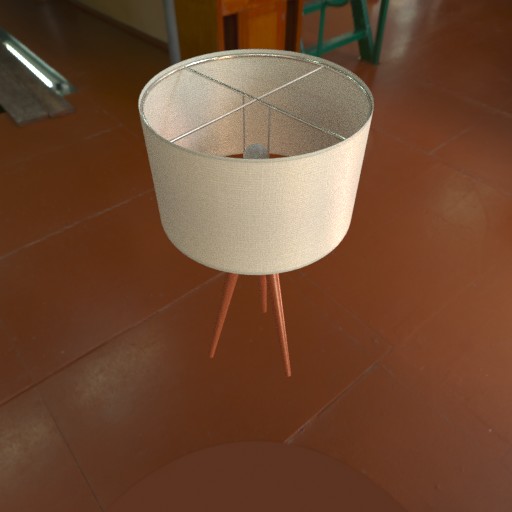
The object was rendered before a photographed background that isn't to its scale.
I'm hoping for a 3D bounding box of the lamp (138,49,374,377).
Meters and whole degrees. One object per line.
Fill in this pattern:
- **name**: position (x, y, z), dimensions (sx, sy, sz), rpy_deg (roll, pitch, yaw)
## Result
- **lamp**: position (0.000, 0.000, 0.931), dimensions (0.354, 0.709, 0.355), rpy_deg (-4, 46, -4)
